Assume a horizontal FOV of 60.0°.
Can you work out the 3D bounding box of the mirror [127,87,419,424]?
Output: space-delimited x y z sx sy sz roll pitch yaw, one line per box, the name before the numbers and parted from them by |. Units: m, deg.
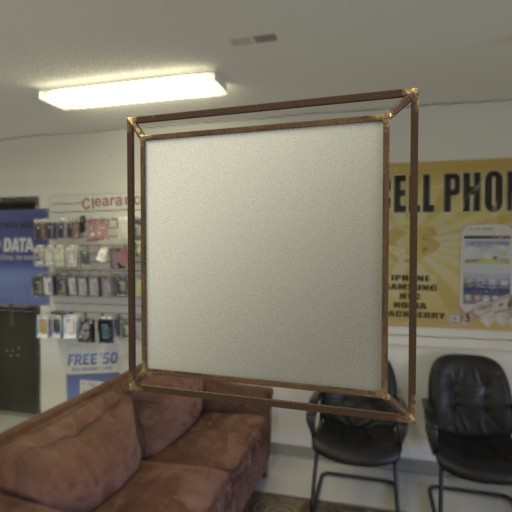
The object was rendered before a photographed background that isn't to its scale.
mirror | 0.000 0.000 0.892 0.610 0.610 0.032 0 2 18
